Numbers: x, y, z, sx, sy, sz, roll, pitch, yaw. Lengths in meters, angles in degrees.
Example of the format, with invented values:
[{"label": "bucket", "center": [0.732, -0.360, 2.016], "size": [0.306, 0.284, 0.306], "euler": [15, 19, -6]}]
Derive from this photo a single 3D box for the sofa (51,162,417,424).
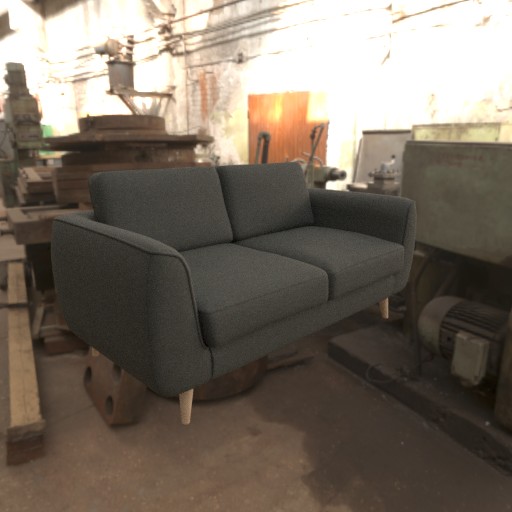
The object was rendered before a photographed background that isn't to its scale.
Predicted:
[{"label": "sofa", "center": [0.000, 0.000, 2.183], "size": [1.700, 0.850, 0.920], "euler": [-14, 20, -43]}]
